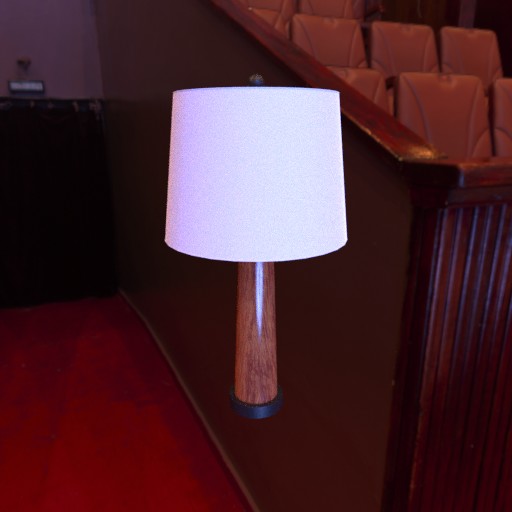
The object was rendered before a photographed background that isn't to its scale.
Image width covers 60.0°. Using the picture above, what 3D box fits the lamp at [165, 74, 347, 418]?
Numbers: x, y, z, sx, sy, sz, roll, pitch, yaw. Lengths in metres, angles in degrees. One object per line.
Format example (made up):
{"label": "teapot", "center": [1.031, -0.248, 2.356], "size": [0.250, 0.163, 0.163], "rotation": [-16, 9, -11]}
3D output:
{"label": "lamp", "center": [0.000, 0.000, 0.875], "size": [0.349, 0.667, 0.349], "rotation": [0, 17, 0]}
